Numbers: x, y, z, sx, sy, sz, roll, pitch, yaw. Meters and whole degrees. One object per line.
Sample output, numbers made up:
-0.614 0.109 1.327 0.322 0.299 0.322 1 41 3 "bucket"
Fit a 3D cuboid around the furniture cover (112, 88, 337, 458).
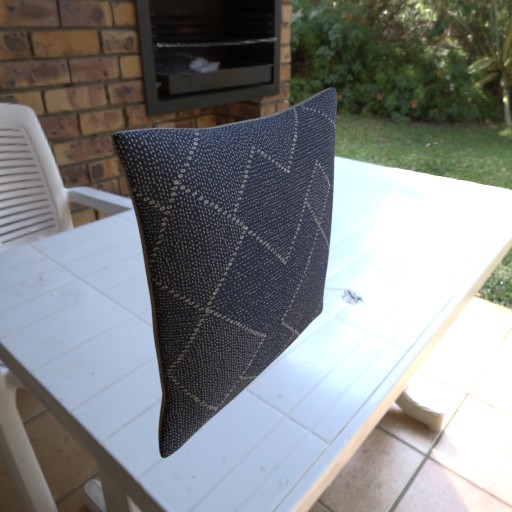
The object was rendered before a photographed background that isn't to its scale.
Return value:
0.000 0.000 0.763 0.162 0.503 0.511 19 33 32 "furniture cover"
